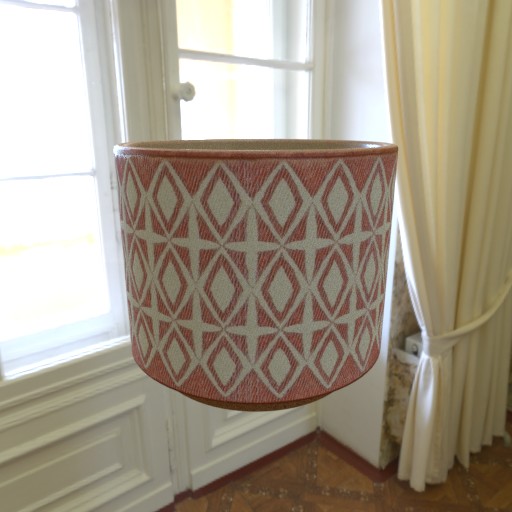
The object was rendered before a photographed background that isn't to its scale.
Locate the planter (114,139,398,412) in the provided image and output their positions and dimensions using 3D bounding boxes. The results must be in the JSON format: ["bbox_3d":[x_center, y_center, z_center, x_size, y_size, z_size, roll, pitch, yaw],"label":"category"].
[{"bbox_3d":[0.000,0.000,0.478,0.273,0.237,0.273,0,17,0],"label":"planter"}]
